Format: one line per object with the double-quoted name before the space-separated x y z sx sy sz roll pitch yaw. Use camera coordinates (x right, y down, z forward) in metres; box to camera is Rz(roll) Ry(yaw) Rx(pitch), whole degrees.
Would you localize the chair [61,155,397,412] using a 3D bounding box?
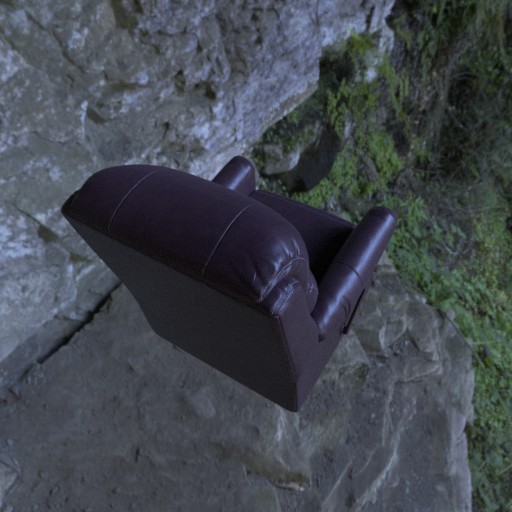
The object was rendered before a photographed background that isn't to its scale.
"chair" 0.000 0.000 1.762 0.838 1.054 1.014 24 51 22
